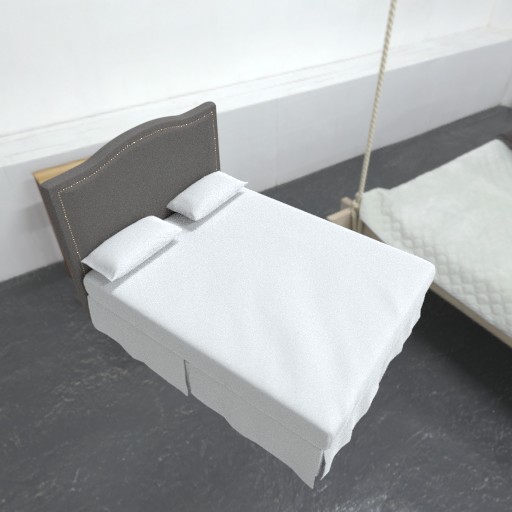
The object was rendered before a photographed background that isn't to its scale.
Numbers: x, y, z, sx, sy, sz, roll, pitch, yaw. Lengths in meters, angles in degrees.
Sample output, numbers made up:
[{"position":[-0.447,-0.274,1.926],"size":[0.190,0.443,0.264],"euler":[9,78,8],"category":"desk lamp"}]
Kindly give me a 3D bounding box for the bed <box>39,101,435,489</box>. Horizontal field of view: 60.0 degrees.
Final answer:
[{"position":[0.000,0.000,3.304],"size":[2.282,1.436,1.821],"euler":[26,47,26],"category":"bed"}]
